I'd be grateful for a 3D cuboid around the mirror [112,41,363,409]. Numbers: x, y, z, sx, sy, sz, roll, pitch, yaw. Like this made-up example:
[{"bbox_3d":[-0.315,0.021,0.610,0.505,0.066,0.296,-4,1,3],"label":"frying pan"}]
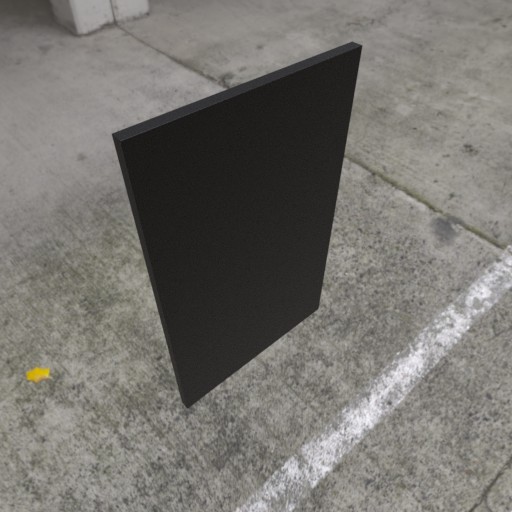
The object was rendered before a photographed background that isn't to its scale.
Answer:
[{"bbox_3d":[0.000,0.000,1.522,0.762,1.219,0.038,-32,54,-27],"label":"mirror"}]
